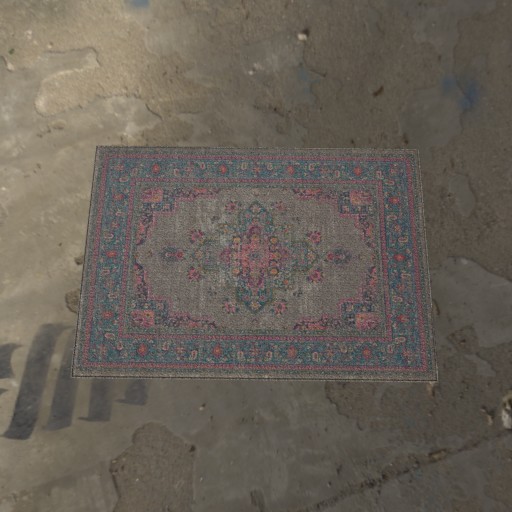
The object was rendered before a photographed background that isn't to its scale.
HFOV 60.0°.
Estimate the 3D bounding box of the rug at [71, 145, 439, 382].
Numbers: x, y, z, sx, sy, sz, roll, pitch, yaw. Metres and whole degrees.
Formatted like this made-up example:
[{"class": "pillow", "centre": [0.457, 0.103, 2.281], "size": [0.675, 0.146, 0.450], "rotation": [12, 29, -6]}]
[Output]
[{"class": "rug", "centre": [0.000, 0.000, 3.720], "size": [2.890, 0.013, 2.005], "rotation": [1, 76, 0]}]
